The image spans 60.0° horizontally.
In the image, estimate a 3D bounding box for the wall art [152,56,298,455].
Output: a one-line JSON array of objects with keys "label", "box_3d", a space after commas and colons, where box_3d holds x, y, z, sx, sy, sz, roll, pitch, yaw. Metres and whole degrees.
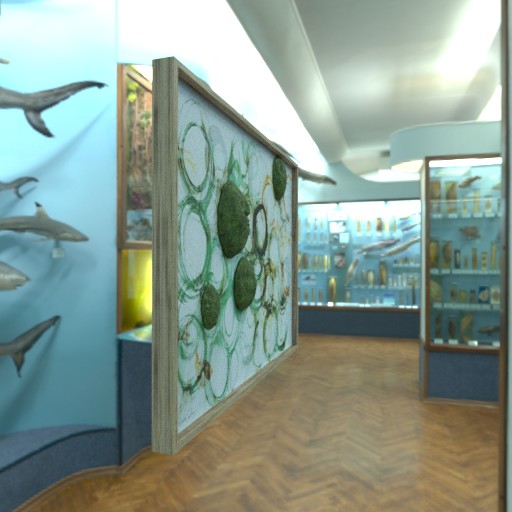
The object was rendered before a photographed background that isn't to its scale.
[{"label": "wall art", "box_3d": [0.000, 0.000, 1.078, 0.063, 0.609, 0.841, 0, 0, 18]}]
